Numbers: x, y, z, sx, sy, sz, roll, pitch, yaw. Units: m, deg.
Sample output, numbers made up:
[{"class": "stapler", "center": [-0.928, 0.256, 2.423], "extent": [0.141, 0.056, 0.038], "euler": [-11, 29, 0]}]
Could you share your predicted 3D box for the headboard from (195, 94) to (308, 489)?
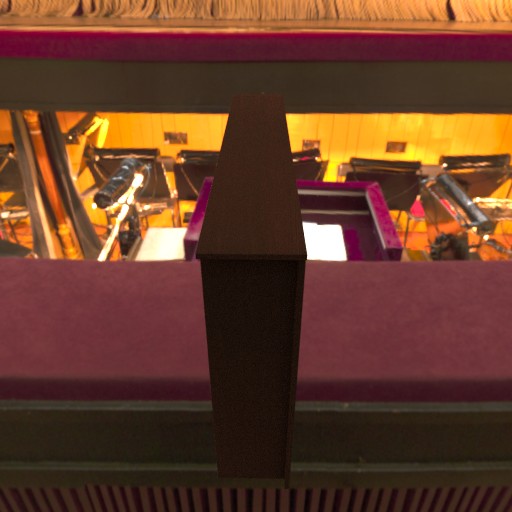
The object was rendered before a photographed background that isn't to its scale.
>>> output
[{"class": "headboard", "center": [0.000, 0.000, 2.095], "extent": [0.279, 1.092, 1.671], "euler": [0, 33, 1]}]
